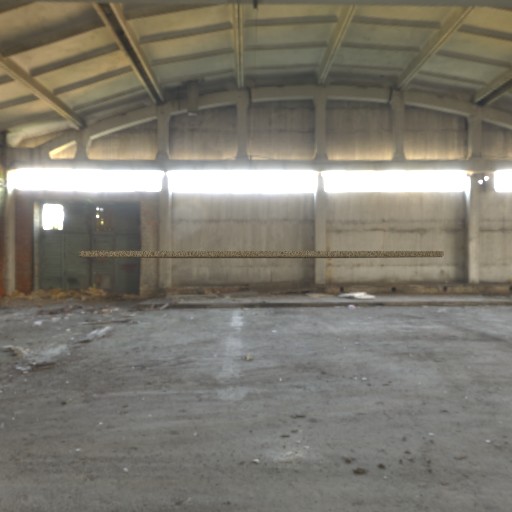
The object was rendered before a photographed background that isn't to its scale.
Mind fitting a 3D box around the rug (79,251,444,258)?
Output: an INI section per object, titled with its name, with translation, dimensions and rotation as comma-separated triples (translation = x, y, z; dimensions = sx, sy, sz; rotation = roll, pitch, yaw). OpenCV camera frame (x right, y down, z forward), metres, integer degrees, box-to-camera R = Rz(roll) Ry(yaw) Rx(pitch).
[rug]
translation = 0.000, 0.000, 2.993
dimensions = 1.500, 0.025, 2.346
rotation = 0, 0, -1
